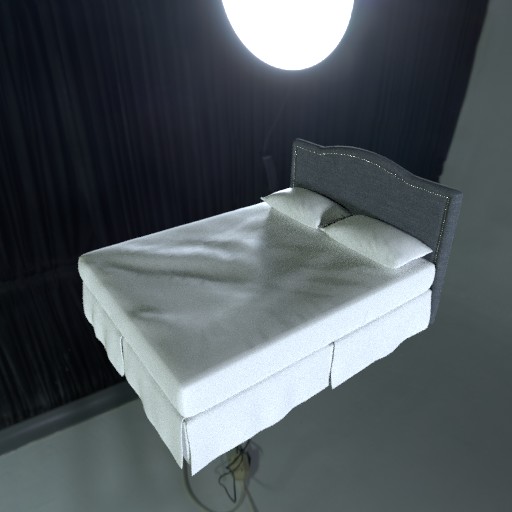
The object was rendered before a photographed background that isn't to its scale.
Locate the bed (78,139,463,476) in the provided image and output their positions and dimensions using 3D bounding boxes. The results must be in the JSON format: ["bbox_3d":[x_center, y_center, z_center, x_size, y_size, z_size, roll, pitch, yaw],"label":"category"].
[{"bbox_3d":[0.000,0.000,3.930,2.689,1.457,2.161,-20,35,-31],"label":"bed"}]
